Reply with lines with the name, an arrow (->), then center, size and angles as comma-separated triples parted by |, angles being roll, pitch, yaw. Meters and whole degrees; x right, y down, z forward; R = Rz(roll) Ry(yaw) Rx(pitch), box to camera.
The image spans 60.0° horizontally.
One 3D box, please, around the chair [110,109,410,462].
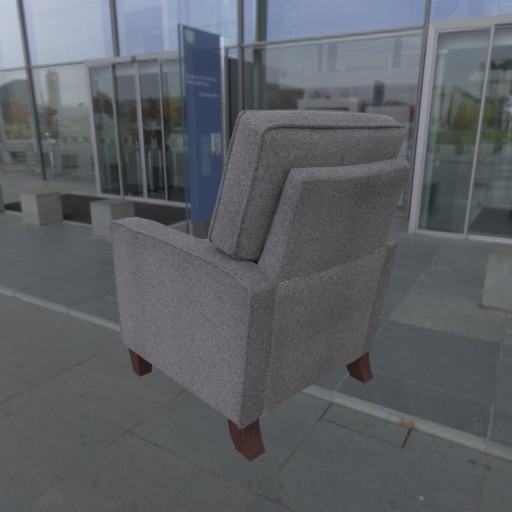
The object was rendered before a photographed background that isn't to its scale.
chair -> 0.000, 0.000, 1.432 | 0.650, 0.889, 0.775 | -15, 22, -41
